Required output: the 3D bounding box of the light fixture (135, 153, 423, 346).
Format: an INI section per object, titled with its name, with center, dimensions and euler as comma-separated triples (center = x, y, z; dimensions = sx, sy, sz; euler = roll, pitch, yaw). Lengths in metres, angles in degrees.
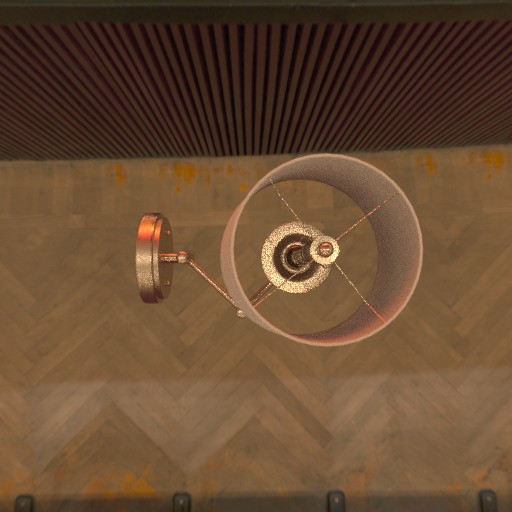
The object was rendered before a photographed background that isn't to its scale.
[light fixture]
center = 0.000, 0.000, 0.592
dimensions = 0.348, 0.381, 0.223
euler = 0, 88, -1
